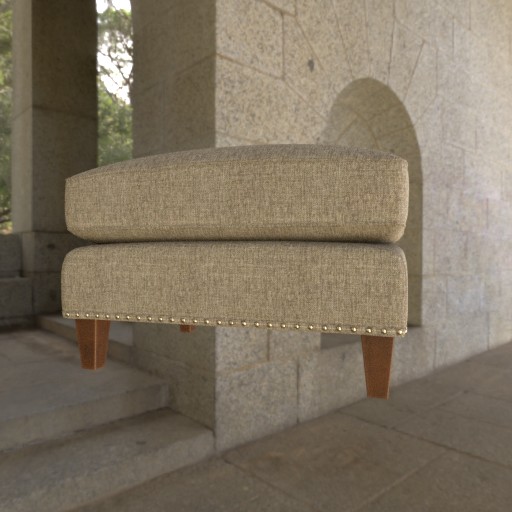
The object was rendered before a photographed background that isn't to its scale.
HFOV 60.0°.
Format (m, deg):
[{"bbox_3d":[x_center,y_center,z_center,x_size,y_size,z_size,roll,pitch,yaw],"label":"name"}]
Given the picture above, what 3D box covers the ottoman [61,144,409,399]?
[{"bbox_3d":[0.000,0.000,1.150,0.741,0.513,0.584,0,1,18],"label":"ottoman"}]
